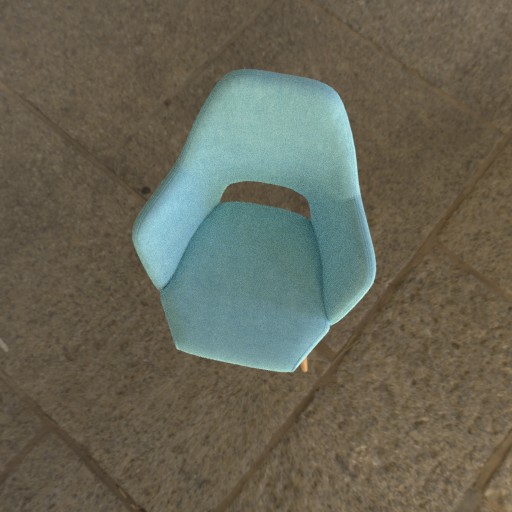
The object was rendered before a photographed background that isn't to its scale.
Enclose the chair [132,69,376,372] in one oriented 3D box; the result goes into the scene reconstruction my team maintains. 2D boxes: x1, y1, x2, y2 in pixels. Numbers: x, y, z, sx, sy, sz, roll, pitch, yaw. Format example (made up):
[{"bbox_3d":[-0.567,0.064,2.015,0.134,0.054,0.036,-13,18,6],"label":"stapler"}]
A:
[{"bbox_3d":[0.000,0.000,1.267,0.590,0.840,0.610,11,76,3],"label":"chair"}]
